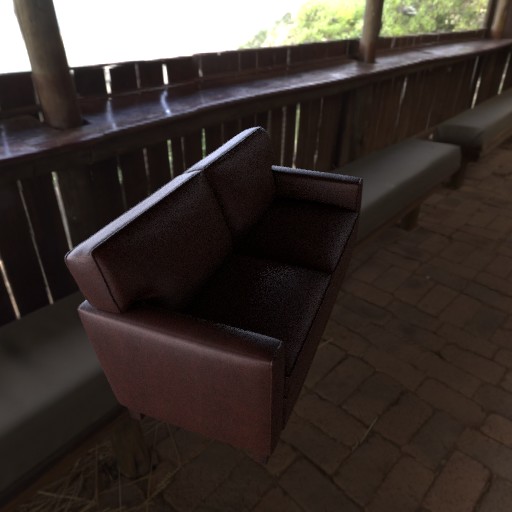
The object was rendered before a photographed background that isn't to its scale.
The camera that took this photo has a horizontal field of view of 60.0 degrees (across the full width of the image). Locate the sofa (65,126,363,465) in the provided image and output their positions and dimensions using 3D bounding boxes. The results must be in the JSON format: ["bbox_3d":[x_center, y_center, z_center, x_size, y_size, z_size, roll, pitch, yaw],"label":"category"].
[{"bbox_3d":[0.000,0.000,2.442,0.912,0.928,1.876,11,33,18],"label":"sofa"}]
